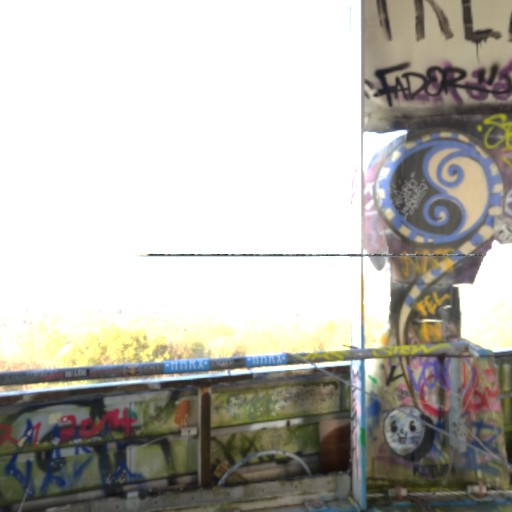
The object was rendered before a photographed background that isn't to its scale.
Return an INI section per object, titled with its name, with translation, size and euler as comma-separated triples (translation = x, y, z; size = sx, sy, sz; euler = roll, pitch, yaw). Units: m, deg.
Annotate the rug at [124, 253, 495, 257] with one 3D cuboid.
[rug]
translation = 0.000, 0.000, 2.263
size = 1.247, 0.008, 1.802
euler = 0, 0, -18
